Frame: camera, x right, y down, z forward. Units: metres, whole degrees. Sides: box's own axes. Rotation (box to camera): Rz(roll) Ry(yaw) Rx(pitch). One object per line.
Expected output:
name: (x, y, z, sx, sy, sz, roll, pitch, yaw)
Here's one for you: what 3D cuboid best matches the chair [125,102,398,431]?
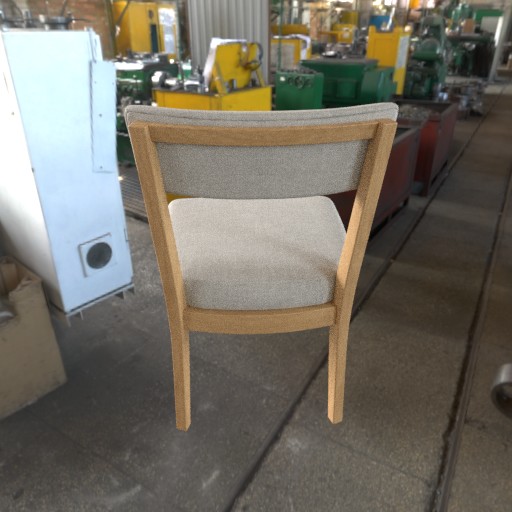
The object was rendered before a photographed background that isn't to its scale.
chair: (0.000, 0.000, 1.158, 0.508, 0.832, 0.572, -2, 28, -3)
